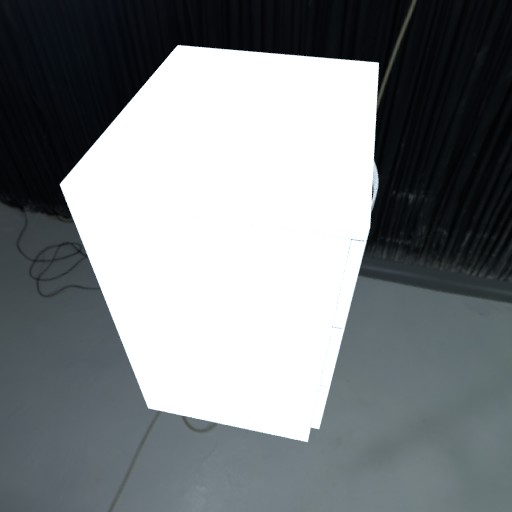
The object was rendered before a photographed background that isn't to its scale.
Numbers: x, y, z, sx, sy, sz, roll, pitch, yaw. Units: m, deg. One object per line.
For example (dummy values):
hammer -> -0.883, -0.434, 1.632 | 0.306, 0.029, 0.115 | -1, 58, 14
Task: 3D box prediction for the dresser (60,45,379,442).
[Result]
dresser -> 0.000, 0.000, 0.803 | 0.360, 0.560, 0.400 | 9, 47, 8
